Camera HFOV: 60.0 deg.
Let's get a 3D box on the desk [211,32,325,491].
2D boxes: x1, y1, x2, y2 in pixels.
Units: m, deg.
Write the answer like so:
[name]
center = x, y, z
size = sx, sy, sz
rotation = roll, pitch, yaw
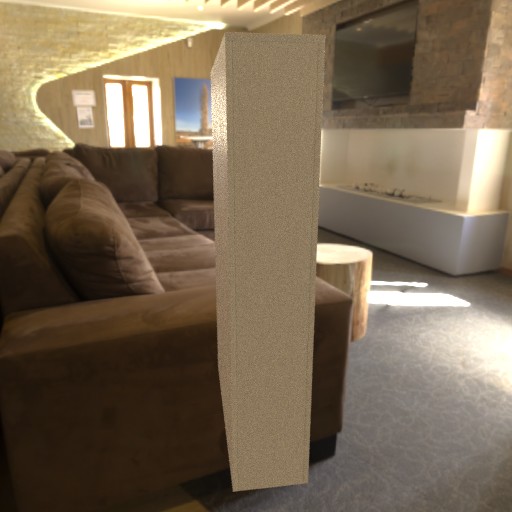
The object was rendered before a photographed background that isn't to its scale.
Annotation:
[desk]
center = 0.000, 0.000, 1.557
size = 0.250, 1.280, 0.750
rotation = -2, 16, -8
